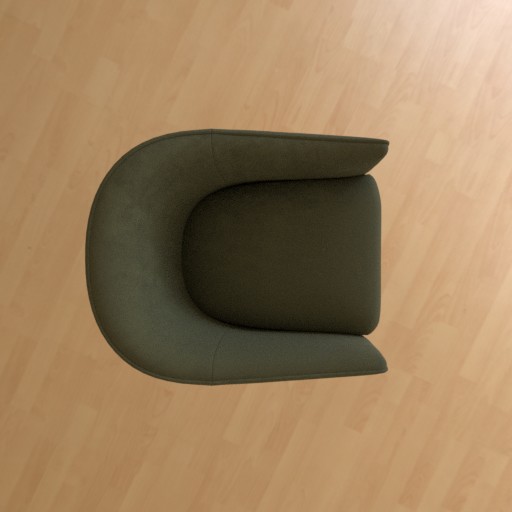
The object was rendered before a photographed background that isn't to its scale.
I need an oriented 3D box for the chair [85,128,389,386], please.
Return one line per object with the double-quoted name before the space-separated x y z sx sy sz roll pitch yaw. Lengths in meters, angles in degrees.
"chair" 0.000 0.000 1.504 0.875 0.799 0.747 0 91 0
